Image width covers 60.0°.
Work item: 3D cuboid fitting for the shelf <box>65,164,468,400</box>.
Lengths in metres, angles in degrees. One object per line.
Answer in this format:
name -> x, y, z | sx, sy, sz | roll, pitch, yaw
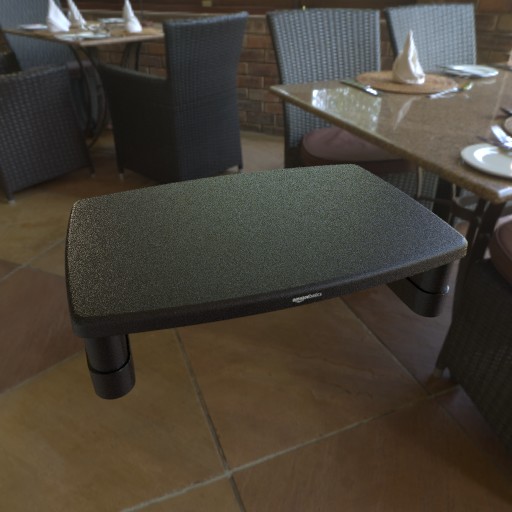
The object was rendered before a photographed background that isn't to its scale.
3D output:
shelf -> 0.000, 0.000, 0.527 | 0.410, 0.100, 0.280 | -11, 34, -16
